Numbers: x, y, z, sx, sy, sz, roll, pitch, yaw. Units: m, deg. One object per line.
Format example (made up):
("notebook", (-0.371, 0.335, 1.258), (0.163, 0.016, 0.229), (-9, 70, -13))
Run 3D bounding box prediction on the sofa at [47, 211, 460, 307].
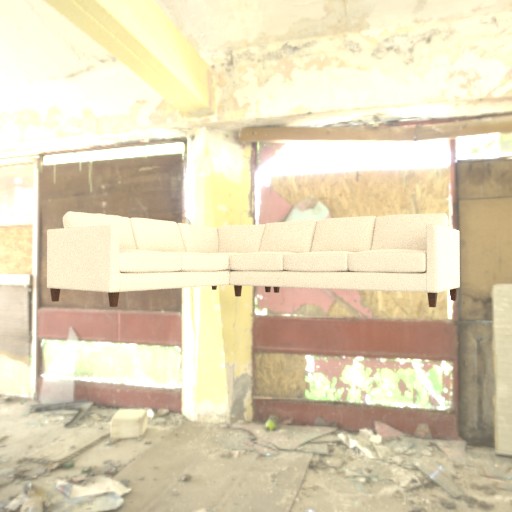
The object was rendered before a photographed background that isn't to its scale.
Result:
("sofa", (0.000, 0.000, 4.260), (3.182, 0.863, 2.432), (-1, -1, 36))
